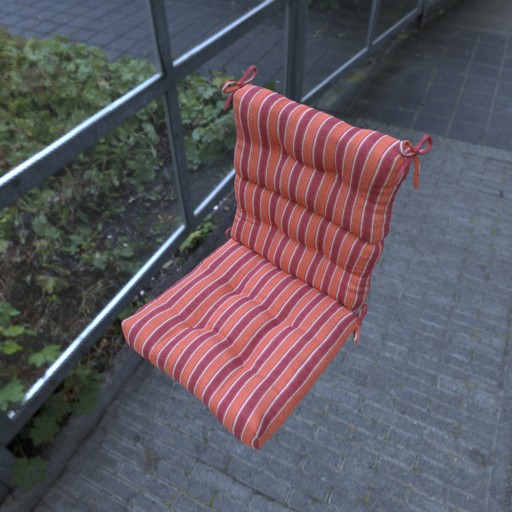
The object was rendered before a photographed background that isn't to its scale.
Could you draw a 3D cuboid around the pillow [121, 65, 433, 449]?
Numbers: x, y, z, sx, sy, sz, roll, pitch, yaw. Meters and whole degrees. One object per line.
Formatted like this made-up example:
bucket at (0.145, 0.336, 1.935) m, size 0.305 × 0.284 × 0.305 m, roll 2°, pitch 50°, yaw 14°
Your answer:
pillow at (0.000, 0.000, 1.054) m, size 0.519 × 0.605 × 0.571 m, roll 31°, pitch 54°, yaw 26°
